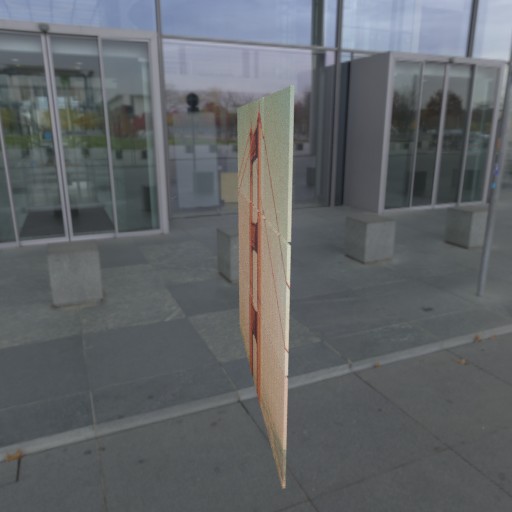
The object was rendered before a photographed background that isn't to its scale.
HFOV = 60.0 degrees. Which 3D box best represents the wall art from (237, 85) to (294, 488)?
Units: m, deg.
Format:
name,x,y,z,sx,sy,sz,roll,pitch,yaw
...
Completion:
name,x,y,z,sx,sy,sz,roll,pitch,yaw
wall art,0.000,0.000,2.301,0.013,1.523,1.517,-2,16,-8
